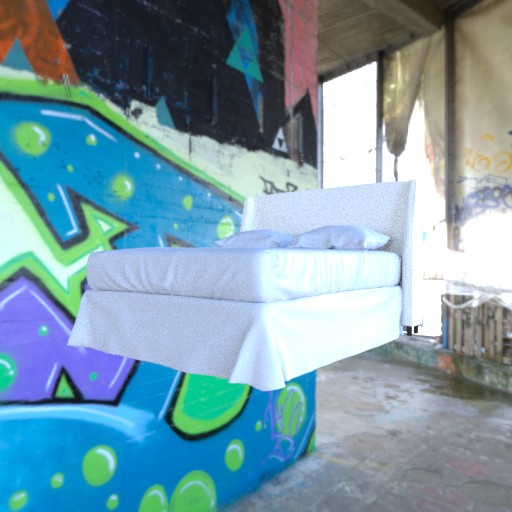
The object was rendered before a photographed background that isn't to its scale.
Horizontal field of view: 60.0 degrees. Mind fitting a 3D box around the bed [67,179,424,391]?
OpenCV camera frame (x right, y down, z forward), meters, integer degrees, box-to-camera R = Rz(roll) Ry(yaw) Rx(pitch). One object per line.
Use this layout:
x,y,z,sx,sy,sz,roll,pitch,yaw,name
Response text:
0.000,0.000,3.534,1.925,1.332,2.276,0,0,39,bed
